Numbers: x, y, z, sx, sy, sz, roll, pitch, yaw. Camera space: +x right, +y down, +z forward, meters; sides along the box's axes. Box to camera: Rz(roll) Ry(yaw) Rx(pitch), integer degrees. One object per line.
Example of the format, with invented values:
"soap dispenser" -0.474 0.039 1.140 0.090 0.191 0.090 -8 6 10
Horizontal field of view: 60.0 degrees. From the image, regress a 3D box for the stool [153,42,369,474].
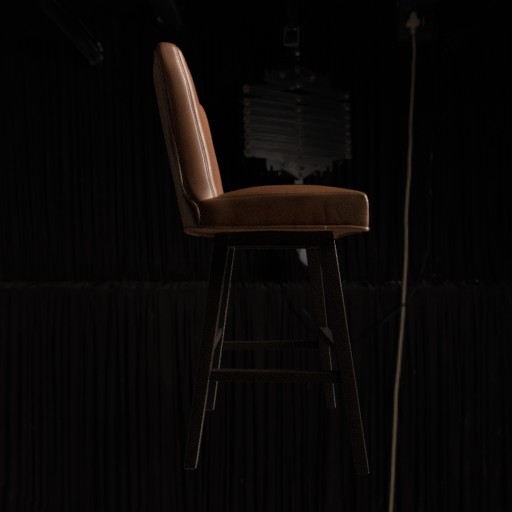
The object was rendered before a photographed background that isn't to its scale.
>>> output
"stool" 0.000 0.000 1.368 0.585 1.094 0.522 0 0 0
